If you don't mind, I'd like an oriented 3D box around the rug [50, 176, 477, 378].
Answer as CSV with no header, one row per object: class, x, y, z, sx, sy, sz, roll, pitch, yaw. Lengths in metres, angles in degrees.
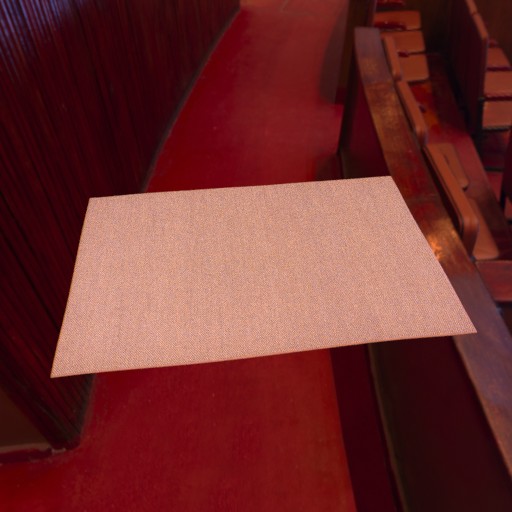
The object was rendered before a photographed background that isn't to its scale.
rug,0.000,0.000,2.088,1.678,0.013,1.078,-5,46,-5
